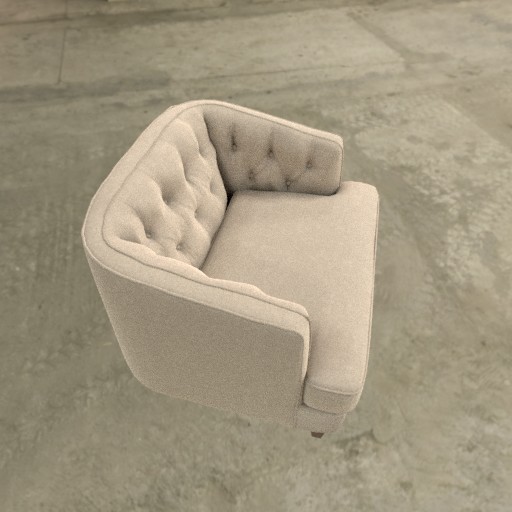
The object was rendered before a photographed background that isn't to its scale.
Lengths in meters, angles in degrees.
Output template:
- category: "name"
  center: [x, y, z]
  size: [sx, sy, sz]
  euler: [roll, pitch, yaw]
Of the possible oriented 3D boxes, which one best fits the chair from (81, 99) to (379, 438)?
- category: "chair"
  center: [0.000, 0.000, 1.781]
  size: [0.941, 0.852, 1.104]
  euler: [10, 46, 10]
